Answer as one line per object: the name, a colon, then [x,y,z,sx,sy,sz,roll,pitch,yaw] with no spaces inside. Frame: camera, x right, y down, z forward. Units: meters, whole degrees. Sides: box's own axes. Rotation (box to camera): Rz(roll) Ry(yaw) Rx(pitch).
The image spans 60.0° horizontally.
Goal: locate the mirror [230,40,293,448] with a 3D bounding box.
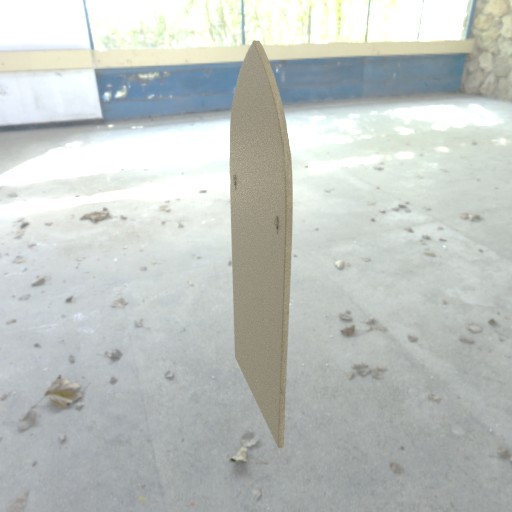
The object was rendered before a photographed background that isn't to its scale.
mirror: [0.000,0.000,1.341,0.025,1.175,0.464,-10,30,-18]
